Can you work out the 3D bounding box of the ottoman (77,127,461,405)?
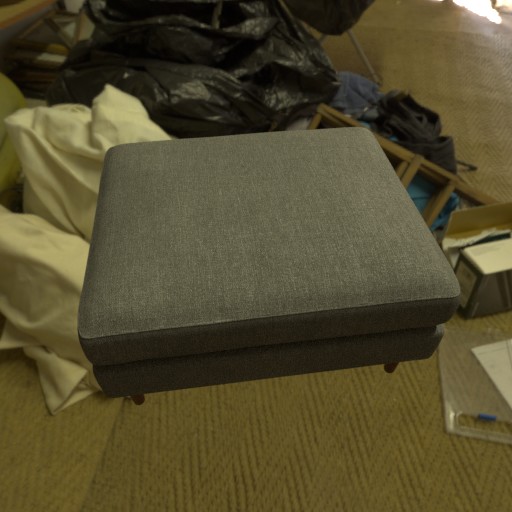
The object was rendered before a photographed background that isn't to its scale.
[{"bbox_3d":[0.000,0.000,1.257,0.821,0.474,0.693,-6,47,-5],"label":"ottoman"}]
